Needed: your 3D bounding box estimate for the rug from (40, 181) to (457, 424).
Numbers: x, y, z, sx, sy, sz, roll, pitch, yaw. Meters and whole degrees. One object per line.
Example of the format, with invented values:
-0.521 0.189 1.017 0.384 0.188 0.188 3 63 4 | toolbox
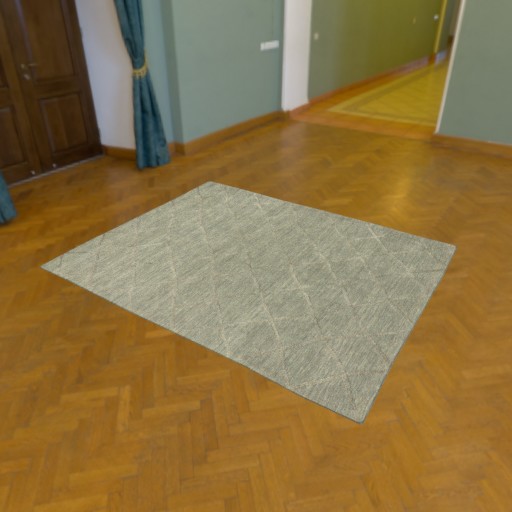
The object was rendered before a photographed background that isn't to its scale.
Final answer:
0.000 0.000 4.085 3.048 0.013 2.438 19 36 28 | rug
